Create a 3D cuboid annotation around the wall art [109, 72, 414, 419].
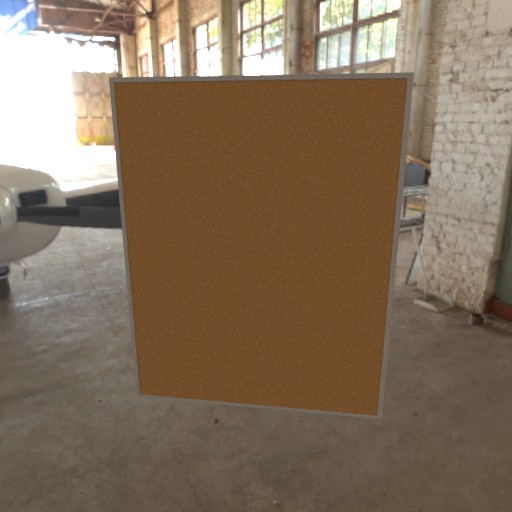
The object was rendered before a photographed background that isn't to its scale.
[{"bbox_3d":[0.000,0.000,1.012,0.611,0.763,0.055,2,16,8],"label":"wall art"}]
